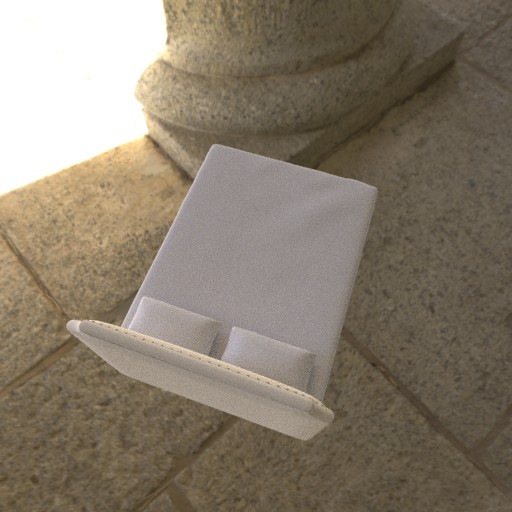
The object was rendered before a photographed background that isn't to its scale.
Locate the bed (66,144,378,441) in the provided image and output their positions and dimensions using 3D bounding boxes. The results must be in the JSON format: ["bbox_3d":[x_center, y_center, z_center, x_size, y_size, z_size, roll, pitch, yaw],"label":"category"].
[{"bbox_3d":[0.000,0.000,3.654,1.712,1.497,2.372,17,64,9],"label":"bed"}]
